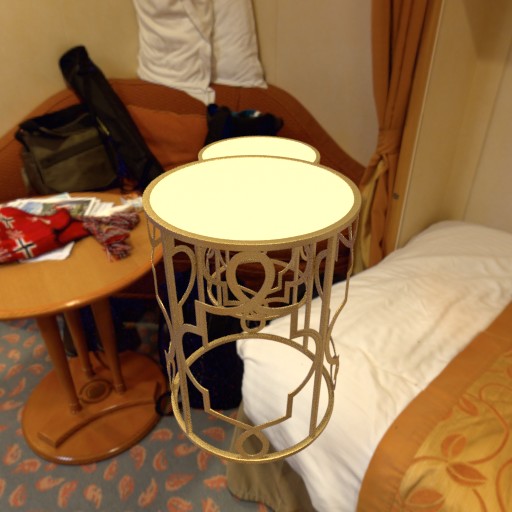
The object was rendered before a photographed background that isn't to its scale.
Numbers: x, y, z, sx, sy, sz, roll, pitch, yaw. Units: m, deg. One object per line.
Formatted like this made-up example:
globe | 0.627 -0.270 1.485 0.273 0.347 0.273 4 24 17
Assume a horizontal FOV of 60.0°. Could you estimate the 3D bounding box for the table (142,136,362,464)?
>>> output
table | 0.000 0.000 1.196 0.420 0.564 0.846 1 32 2
